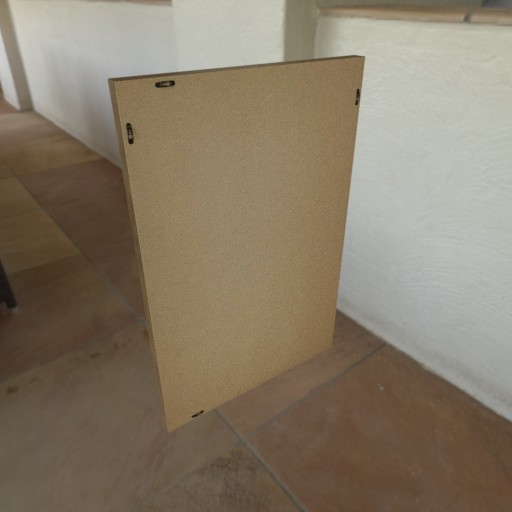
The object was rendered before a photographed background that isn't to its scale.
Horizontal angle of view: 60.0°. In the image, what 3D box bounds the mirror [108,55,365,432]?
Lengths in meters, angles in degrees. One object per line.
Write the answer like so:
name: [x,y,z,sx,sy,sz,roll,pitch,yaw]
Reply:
mirror: [0.000,0.000,1.150,0.609,0.915,0.041,-19,36,-29]
